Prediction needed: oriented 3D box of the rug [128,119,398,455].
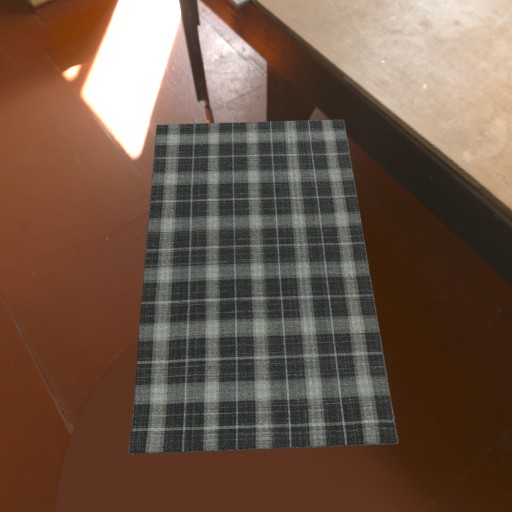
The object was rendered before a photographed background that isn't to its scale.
[{"bbox_3d":[0.000,0.000,3.032,1.520,0.015,2.434,-2,63,-1],"label":"rug"}]
